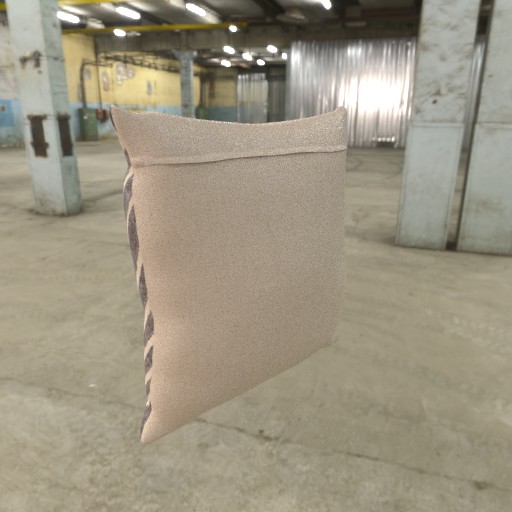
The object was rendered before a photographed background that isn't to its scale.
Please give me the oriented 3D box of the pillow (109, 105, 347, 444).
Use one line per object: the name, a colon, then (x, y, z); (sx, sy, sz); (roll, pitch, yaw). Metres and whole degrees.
pillow: (0.000, 0.000, 0.675); (0.440, 0.441, 0.182); (-16, 24, -42)
